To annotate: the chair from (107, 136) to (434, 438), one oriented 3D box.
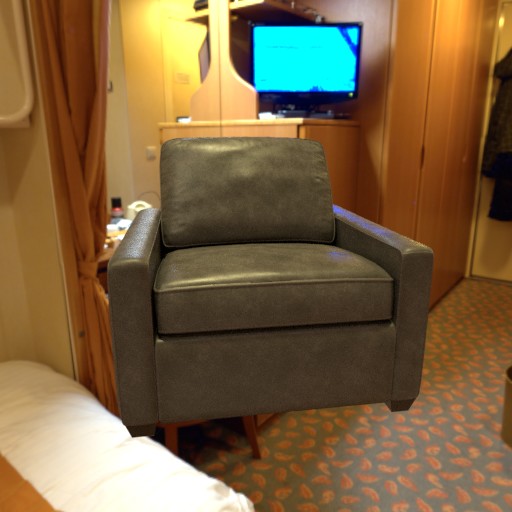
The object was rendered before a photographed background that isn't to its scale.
[{"bbox_3d":[0.000,0.000,1.761,1.006,0.916,0.939,-2,15,-9],"label":"chair"}]
